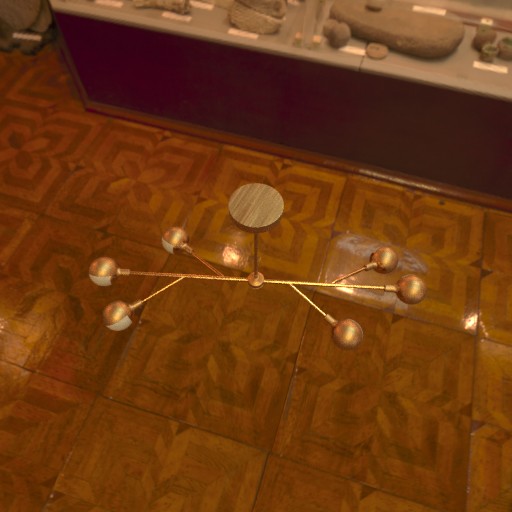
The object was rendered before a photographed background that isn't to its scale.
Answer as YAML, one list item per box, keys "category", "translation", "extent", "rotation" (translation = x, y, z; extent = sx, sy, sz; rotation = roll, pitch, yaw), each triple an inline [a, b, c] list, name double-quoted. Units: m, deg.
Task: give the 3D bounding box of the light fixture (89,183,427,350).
- category: "light fixture"
  translation: [0.000, 0.000, 0.964]
  extent: [0.778, 0.362, 0.434]
  rotation: [17, 60, 10]
